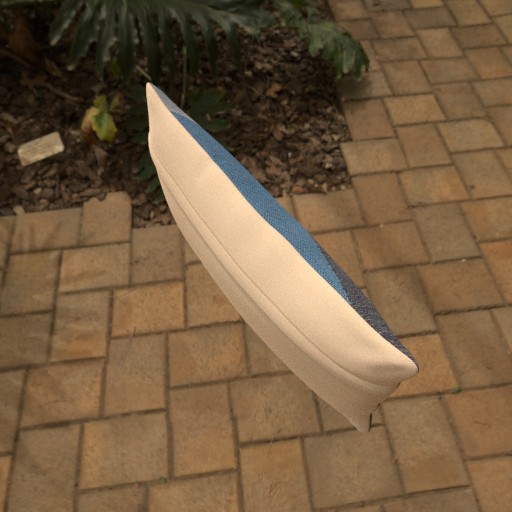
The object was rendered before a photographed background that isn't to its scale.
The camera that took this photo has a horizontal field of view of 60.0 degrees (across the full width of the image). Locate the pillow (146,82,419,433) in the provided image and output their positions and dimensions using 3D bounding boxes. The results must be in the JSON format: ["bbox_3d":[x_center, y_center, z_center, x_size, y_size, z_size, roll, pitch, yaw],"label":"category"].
[{"bbox_3d":[0.000,0.000,0.718,0.148,0.307,0.604,-32,63,-19],"label":"pillow"}]
